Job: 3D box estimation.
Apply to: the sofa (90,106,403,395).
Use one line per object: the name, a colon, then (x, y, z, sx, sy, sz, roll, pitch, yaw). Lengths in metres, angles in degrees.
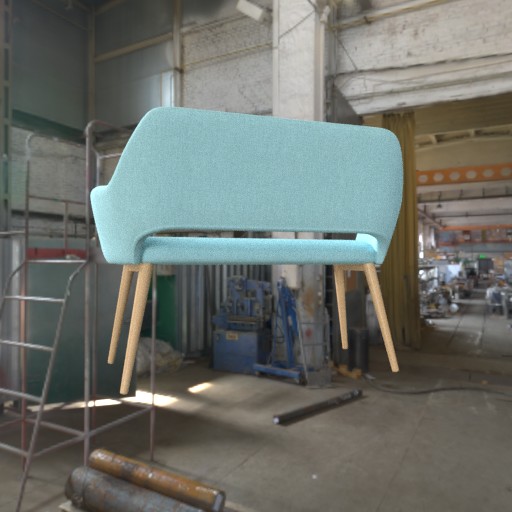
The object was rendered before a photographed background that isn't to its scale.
sofa: (0.000, 0.000, 1.627, 1.150, 0.840, 0.610, 0, -1, -17)
